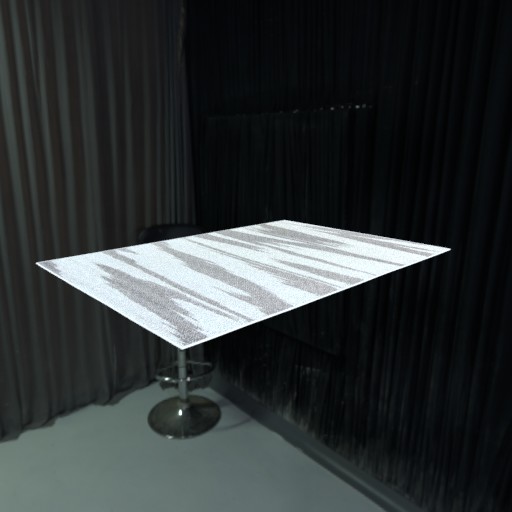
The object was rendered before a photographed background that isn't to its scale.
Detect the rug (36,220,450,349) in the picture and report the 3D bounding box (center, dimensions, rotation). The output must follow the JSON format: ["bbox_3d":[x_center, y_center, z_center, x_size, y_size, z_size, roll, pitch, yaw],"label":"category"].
[{"bbox_3d":[0.000,0.000,2.786,2.142,0.010,1.533,-13,20,-42],"label":"rug"}]
